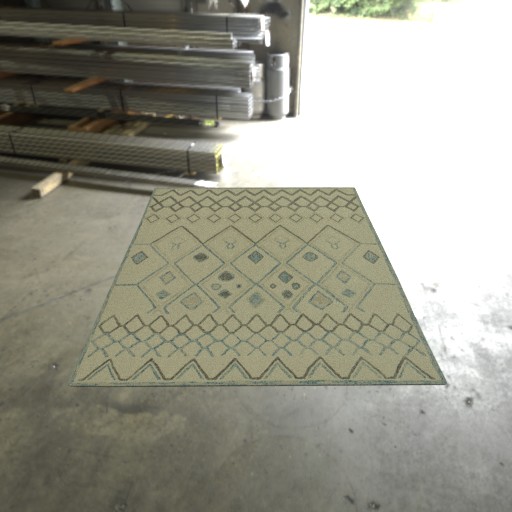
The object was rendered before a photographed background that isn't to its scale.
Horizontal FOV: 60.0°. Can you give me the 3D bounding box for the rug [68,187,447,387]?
[{"bbox_3d":[0.000,0.000,4.117,2.441,0.013,3.056,0,33,0],"label":"rug"}]
